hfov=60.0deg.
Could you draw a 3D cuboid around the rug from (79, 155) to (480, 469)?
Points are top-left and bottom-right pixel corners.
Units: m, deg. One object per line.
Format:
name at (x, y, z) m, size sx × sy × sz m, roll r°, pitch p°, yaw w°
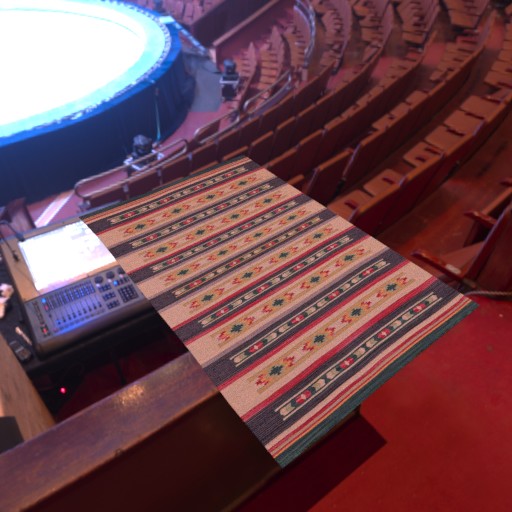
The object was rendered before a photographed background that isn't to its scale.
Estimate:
rug at (0.000, 0.000, 2.923) m, size 1.522 × 0.010 × 2.311 m, roll -27°, pitch 48°, yaw -28°
